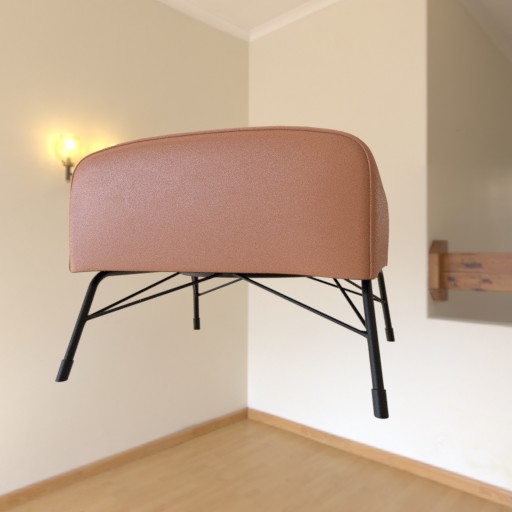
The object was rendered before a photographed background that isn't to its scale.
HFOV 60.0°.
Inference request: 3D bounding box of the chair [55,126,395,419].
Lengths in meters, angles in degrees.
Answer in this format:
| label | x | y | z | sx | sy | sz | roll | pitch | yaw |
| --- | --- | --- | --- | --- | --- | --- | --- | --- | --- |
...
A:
| label | x | y | z | sx | sy | sz | roll | pitch | yaw |
| --- | --- | --- | --- | --- | --- | --- | --- | --- | --- |
| chair | 0.000 | 0.000 | 0.896 | 0.530 | 0.410 | 0.530 | 0 | 1 | 18 |
